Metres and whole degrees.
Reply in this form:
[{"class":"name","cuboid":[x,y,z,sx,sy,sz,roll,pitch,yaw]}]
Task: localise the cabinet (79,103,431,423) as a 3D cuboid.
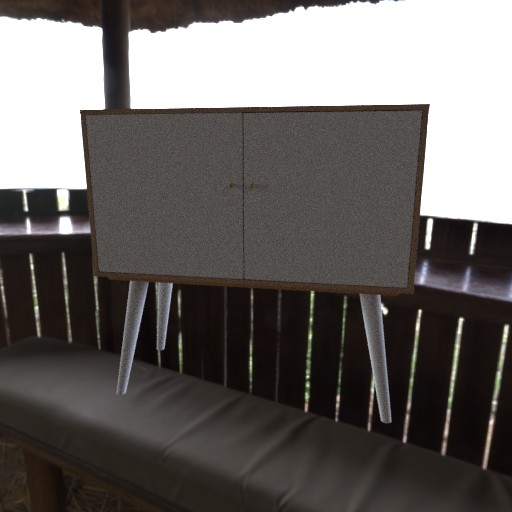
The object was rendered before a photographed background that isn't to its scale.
[{"class":"cabinet","cuboid":[0.000,0.000,1.643,1.057,1.016,0.470,3,14,10]}]
